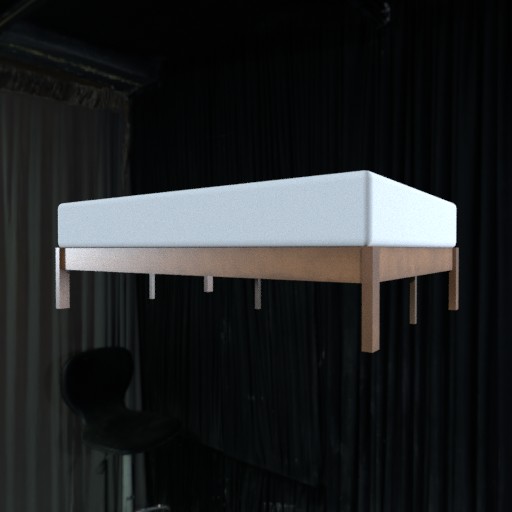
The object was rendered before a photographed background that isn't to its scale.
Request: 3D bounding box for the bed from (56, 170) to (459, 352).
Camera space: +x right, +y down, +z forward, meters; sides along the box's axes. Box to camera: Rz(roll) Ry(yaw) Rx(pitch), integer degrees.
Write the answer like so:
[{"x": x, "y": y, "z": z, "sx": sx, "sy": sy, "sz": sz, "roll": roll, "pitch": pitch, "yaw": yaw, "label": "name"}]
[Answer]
[{"x": 0.000, "y": 0.000, "z": 2.588, "sx": 1.927, "sy": 0.616, "sz": 1.348, "roll": 1, "pitch": 1, "yaw": 36, "label": "bed"}]
